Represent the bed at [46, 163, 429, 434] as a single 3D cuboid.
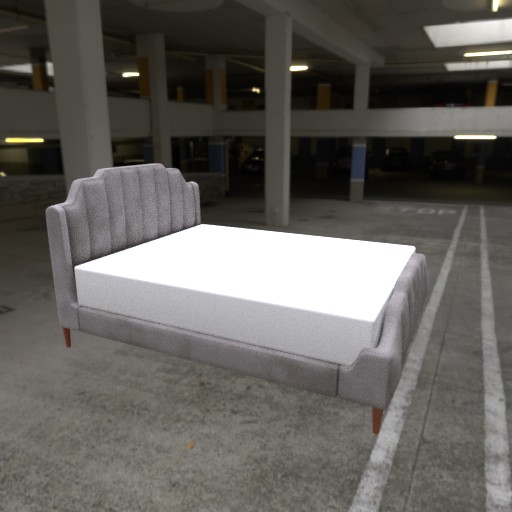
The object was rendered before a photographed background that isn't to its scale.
[{"bbox_3d":[0.000,0.000,3.297,2.340,1.245,1.676,8,17,25],"label":"bed"}]
